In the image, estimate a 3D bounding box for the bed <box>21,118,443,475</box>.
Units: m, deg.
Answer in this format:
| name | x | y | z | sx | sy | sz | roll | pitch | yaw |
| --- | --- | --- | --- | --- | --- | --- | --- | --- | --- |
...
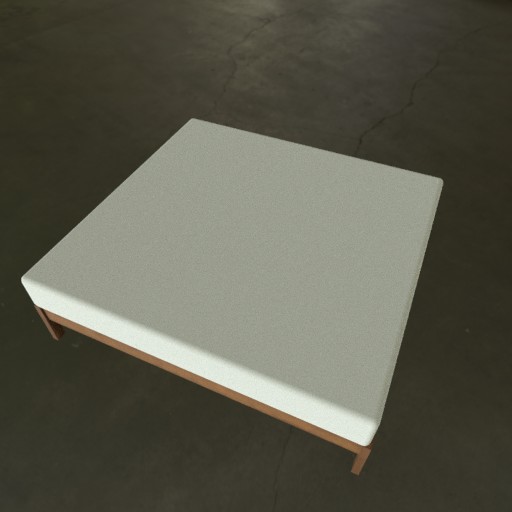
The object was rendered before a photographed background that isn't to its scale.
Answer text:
| name | x | y | z | sx | sy | sz | roll | pitch | yaw |
| --- | --- | --- | --- | --- | --- | --- | --- | --- | --- |
| bed | 0.000 | 0.000 | 3.001 | 2.049 | 0.616 | 1.930 | 18 | 49 | 16 |
